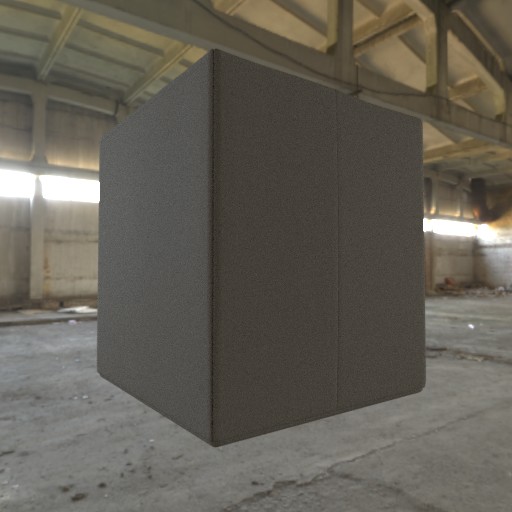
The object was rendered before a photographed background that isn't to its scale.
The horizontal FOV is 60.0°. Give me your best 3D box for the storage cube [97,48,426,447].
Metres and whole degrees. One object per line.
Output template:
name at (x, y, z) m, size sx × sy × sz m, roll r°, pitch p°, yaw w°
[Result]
storage cube at (0.000, 0.000, 0.490) m, size 0.270 × 0.280 × 0.270 m, roll 1°, pitch -2°, yaw -36°
